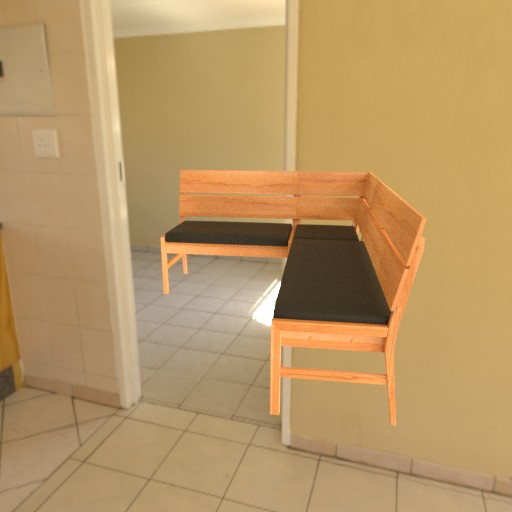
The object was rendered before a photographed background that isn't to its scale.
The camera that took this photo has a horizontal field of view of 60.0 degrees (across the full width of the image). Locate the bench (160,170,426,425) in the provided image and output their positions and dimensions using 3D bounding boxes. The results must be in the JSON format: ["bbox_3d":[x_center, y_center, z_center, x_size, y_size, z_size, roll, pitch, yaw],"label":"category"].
[{"bbox_3d":[0.000,0.000,2.779,1.548,0.890,1.948,2,16,8],"label":"bench"}]
